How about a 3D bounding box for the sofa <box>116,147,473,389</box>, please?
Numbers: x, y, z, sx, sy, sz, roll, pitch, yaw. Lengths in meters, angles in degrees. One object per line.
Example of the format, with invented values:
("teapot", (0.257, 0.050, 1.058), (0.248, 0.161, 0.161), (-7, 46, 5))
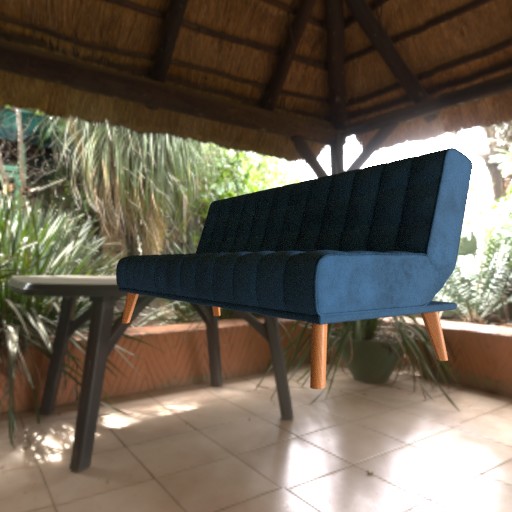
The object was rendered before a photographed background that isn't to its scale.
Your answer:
("sofa", (0.000, 0.000, 2.256), (0.855, 0.813, 1.804), (1, -1, -35))
